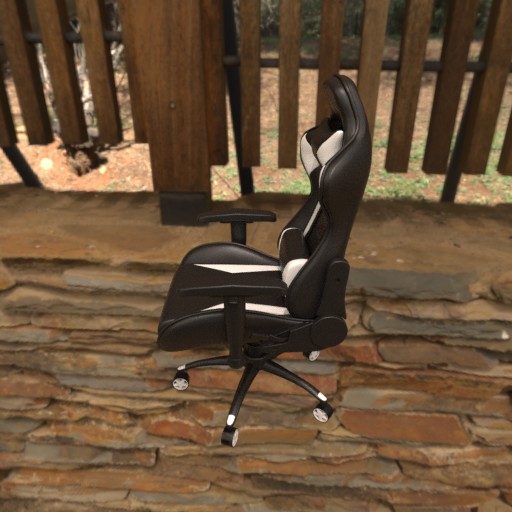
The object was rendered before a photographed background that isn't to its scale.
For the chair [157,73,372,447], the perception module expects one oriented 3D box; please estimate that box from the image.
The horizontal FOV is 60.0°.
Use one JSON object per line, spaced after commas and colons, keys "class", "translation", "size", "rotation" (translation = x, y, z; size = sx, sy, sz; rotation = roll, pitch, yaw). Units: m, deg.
{"class": "chair", "translation": [0.000, 0.000, 1.685], "size": [0.695, 1.285, 0.730], "rotation": [0, 26, -1]}
